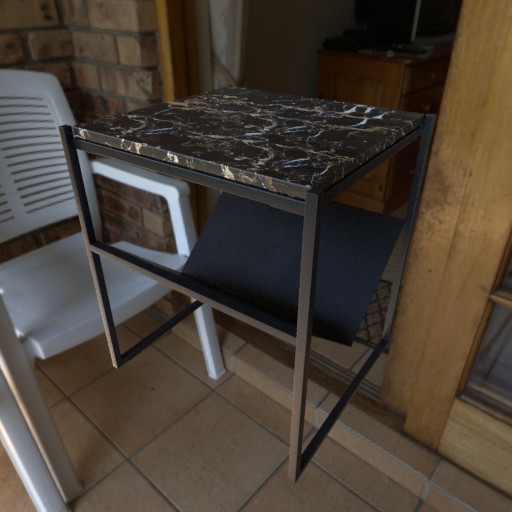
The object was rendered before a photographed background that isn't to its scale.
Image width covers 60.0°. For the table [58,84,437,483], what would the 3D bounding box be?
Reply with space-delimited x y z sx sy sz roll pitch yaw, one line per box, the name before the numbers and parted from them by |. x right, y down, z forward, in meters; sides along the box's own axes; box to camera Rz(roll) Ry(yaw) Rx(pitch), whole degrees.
table | 0.000 0.000 0.879 0.469 0.534 0.432 20 37 30
